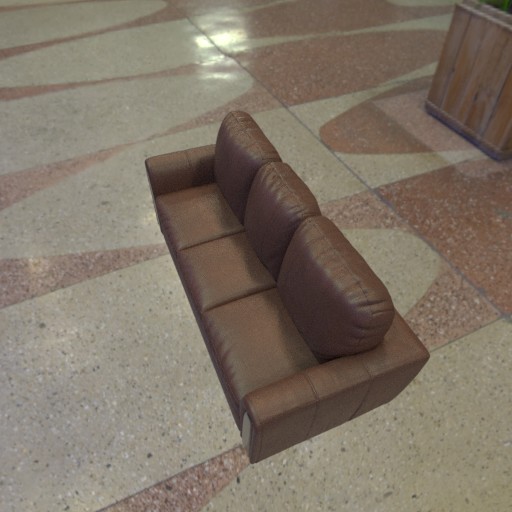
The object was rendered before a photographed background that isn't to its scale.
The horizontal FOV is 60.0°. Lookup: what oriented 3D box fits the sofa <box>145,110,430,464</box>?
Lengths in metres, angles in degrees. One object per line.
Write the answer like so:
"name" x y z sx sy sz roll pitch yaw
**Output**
"sofa" 0.000 0.000 2.394 0.802 0.915 1.862 -17 48 -15
